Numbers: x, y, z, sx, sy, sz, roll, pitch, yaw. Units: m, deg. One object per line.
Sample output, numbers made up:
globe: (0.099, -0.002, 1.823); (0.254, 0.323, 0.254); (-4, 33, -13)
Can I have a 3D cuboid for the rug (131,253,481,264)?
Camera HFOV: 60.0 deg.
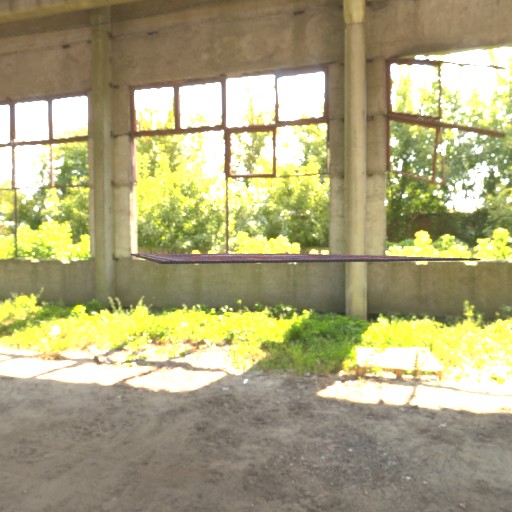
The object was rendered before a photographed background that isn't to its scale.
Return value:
rug: (0.000, 0.000, 2.354); (1.207, 0.012, 1.820); (0, 1, -18)
